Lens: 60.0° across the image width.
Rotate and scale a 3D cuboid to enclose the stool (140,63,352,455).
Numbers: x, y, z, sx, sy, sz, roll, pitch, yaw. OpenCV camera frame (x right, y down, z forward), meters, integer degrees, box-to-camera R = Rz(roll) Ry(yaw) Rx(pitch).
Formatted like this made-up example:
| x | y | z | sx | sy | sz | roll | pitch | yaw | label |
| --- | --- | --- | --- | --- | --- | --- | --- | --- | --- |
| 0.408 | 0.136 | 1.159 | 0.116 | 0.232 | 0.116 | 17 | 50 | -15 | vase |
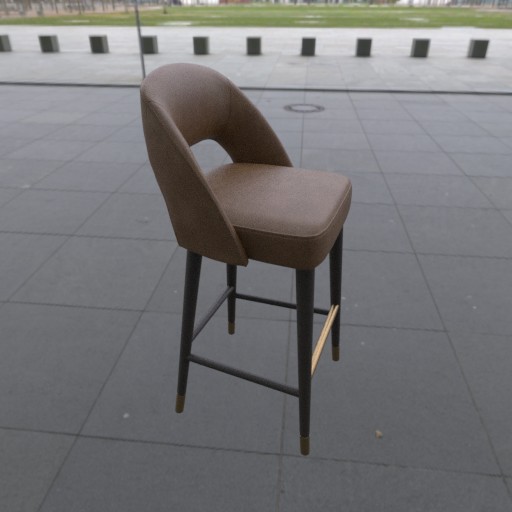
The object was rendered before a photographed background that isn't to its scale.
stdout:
| x | y | z | sx | sy | sz | roll | pitch | yaw | label |
| --- | --- | --- | --- | --- | --- | --- | --- | --- | --- |
| 0.000 | 0.000 | 1.323 | 0.509 | 1.037 | 0.494 | 11 | 32 | 18 | stool |
